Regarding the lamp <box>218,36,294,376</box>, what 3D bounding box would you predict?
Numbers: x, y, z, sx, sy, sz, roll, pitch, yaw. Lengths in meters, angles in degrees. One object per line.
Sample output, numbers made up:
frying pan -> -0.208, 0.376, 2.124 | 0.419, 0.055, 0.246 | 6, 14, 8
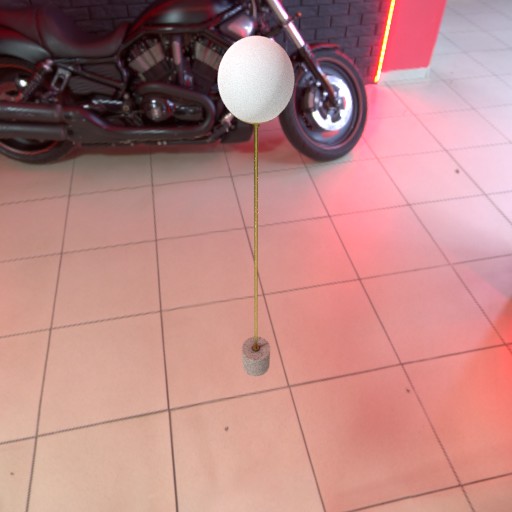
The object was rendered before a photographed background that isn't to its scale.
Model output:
lamp -> 0.000, 0.000, 1.867 | 0.229, 1.748, 0.229 | 15, 48, 14
